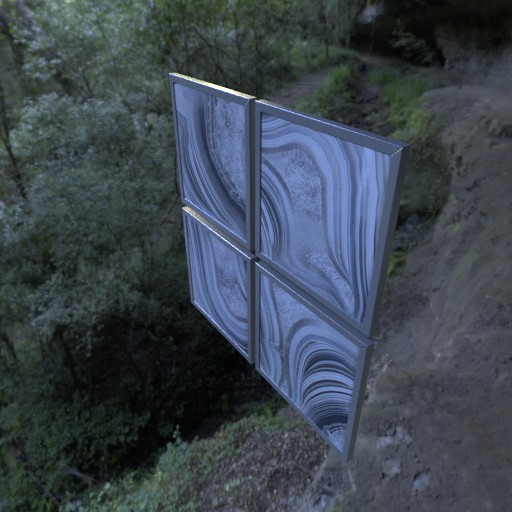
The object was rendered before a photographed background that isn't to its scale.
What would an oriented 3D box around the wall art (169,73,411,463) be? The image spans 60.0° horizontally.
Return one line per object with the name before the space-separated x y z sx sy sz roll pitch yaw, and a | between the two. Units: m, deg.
wall art | 0.000 0.000 1.638 0.029 1.118 1.118 -21 37 -30
